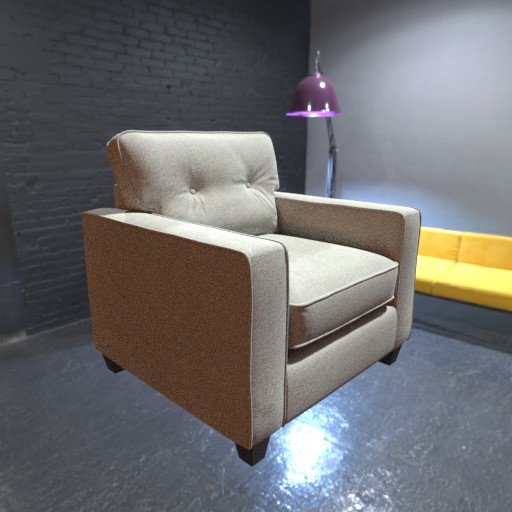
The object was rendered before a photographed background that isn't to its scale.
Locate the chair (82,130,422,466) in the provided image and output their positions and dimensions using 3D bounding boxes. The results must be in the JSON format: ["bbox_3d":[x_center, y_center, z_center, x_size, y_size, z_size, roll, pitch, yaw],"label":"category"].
[{"bbox_3d":[0.000,0.000,1.768,0.939,0.965,1.015,14,20,42],"label":"chair"}]
